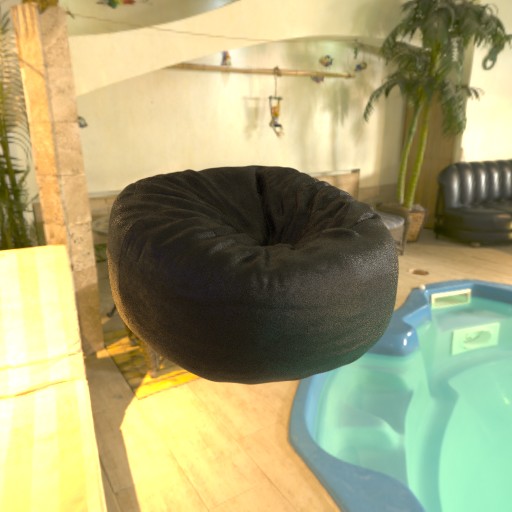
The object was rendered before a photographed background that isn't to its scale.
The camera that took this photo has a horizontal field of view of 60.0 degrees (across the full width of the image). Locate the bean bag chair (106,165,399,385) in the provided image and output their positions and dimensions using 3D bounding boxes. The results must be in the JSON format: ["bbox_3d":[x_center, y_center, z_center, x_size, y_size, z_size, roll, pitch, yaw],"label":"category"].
[{"bbox_3d":[0.000,0.000,2.442,1.524,0.878,1.524,-8,19,-25],"label":"bean bag chair"}]
